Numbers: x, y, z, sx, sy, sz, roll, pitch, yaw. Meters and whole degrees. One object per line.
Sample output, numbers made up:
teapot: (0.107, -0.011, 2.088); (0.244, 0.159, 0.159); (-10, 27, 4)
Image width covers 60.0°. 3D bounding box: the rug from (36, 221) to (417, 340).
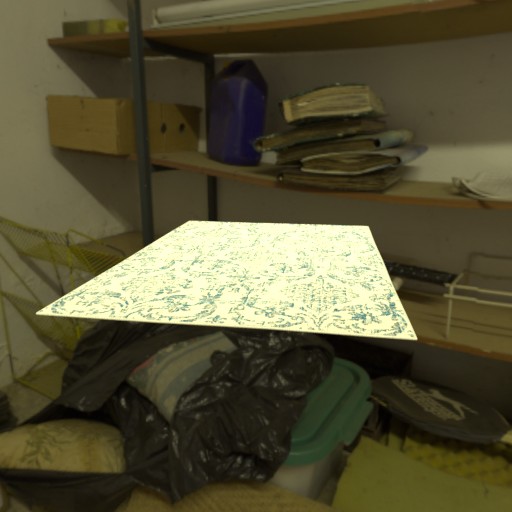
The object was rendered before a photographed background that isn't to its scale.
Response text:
rug: (0.000, 0.000, 2.842); (1.586, 0.014, 2.197); (2, 15, 9)
